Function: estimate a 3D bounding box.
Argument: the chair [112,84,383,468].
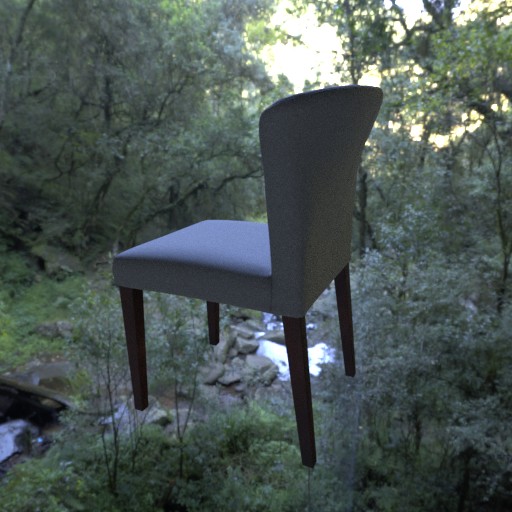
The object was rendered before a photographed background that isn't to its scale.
[{"bbox_3d":[0.000,0.000,1.186,0.592,0.839,0.491,8,19,24],"label":"chair"}]
